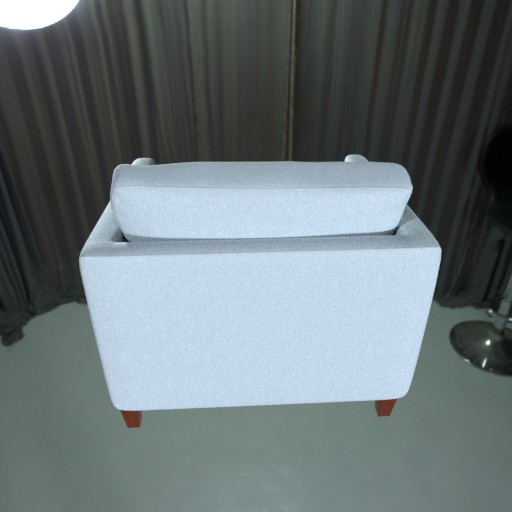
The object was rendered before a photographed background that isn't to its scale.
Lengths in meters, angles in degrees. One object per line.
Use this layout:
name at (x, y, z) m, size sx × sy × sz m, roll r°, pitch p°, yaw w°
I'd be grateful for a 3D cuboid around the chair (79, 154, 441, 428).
chair at (0.000, 0.000, 1.824) m, size 1.107 × 0.961 × 0.953 m, roll -2°, pitch 30°, yaw -3°
